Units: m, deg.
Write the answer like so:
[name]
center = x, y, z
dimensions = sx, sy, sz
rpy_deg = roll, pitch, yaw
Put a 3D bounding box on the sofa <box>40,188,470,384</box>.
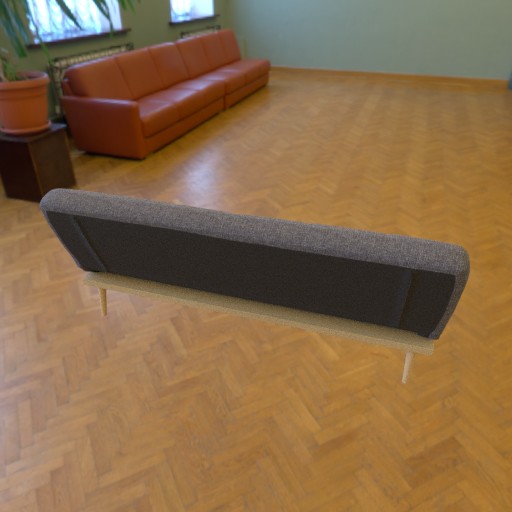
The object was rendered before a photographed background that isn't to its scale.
[sofa]
center = 0.000, 0.000, 2.250
dimensions = 1.820, 0.770, 0.820
rpy_deg = 9, 33, 15
